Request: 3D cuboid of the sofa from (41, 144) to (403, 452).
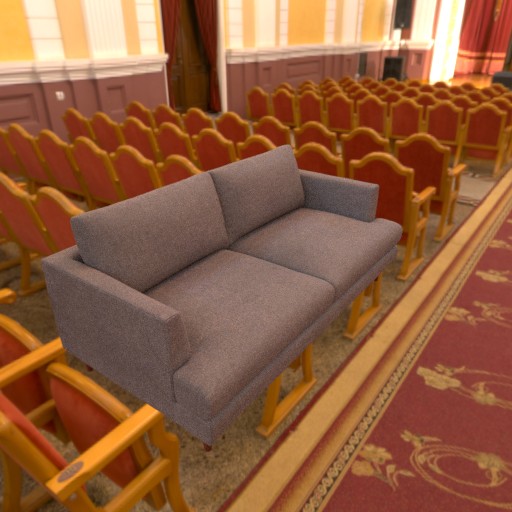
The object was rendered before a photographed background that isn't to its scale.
[{"bbox_3d":[0.000,0.000,2.521,1.020,0.868,1.948,19,33,32],"label":"sofa"}]
